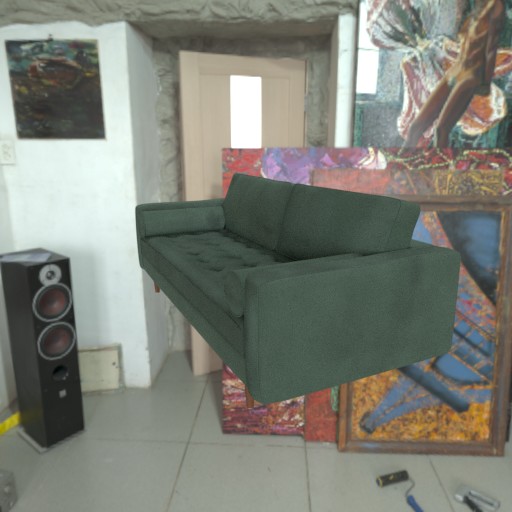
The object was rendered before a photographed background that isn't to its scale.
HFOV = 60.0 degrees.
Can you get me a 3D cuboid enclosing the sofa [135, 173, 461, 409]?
[{"bbox_3d":[0.000,0.000,2.391,0.916,0.772,1.880,-7,16,-25],"label":"sofa"}]
